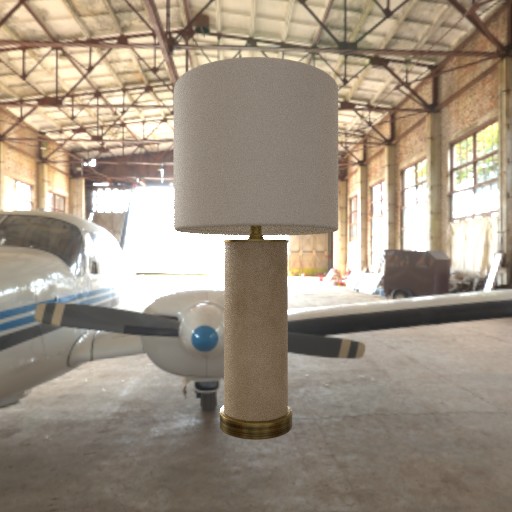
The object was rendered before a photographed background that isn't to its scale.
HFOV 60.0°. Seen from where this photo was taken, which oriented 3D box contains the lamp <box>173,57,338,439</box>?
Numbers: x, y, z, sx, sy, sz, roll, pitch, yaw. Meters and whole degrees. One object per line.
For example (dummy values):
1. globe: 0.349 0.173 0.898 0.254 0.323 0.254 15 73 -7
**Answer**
1. lamp: 0.000 0.000 0.834 0.305 0.634 0.305 0 -1 34
